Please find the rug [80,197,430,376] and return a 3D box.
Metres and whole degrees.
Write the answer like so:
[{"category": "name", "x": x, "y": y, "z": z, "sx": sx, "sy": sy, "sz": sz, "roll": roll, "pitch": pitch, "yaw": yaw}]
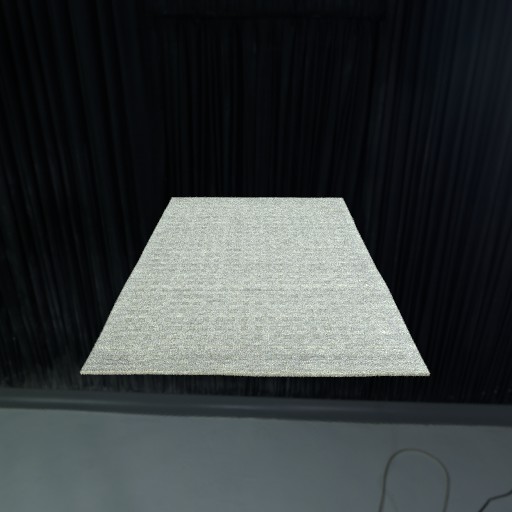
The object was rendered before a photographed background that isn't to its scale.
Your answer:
[{"category": "rug", "x": 0.000, "y": 0.000, "z": 2.950, "sx": 1.532, "sy": 0.018, "sz": 2.297, "roll": 0, "pitch": 27, "yaw": 0}]
